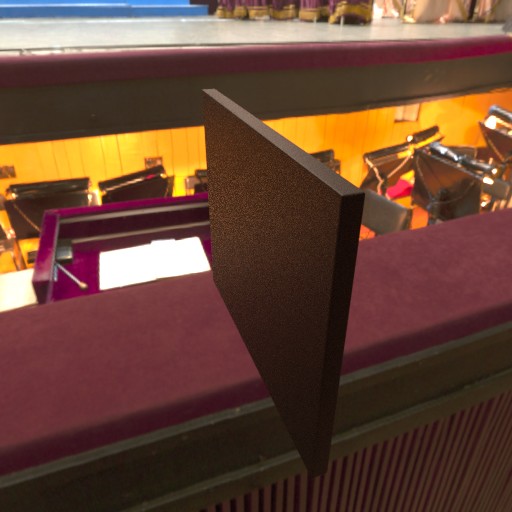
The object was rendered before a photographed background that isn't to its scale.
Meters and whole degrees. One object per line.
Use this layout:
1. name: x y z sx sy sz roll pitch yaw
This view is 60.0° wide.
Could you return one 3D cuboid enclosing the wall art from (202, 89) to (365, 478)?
1. wall art: 0.000 0.000 0.771 0.031 0.457 0.558 -11 33 -17
